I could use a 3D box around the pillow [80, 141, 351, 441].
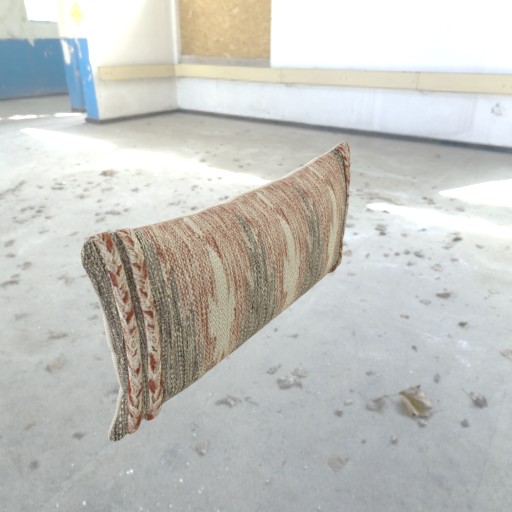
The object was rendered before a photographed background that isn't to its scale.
[{"bbox_3d":[0.000,0.000,0.731,0.139,0.282,0.635,18,31,32],"label":"pillow"}]
